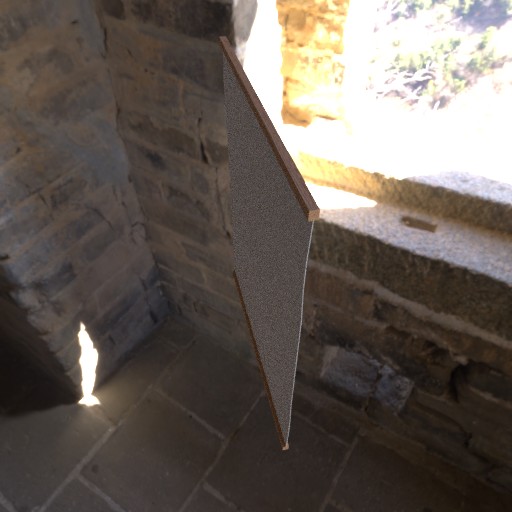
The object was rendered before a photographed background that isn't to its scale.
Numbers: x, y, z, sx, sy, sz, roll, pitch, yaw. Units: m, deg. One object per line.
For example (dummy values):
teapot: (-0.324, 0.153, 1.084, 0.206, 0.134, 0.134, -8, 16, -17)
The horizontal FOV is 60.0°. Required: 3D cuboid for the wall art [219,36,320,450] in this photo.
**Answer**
wall art: (0.000, 0.000, 0.684, 0.010, 0.507, 0.404, -10, 46, -10)
